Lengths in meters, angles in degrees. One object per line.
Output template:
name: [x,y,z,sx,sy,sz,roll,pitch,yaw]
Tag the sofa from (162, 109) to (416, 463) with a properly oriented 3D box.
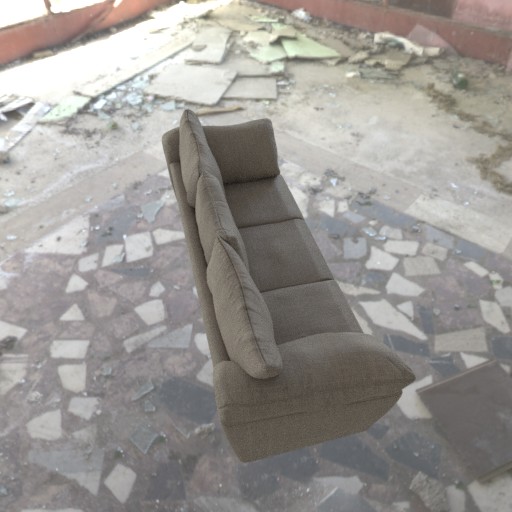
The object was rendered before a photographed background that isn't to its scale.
sofa: [0.000,0.000,2.800,0.878,0.996,2.334,-11,47,-10]
